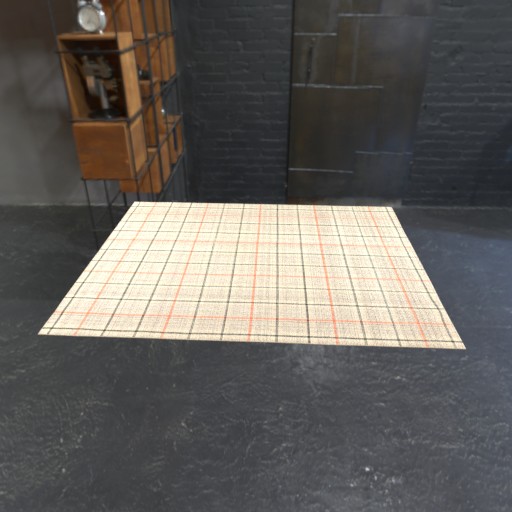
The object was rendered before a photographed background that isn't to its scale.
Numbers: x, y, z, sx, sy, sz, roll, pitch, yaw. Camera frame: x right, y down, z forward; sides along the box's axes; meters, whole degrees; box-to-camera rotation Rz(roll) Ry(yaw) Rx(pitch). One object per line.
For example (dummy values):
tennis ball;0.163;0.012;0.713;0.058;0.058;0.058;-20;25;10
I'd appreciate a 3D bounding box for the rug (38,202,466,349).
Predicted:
rug;0.000;0.000;4.201;3.048;0.012;2.444;1;30;3
